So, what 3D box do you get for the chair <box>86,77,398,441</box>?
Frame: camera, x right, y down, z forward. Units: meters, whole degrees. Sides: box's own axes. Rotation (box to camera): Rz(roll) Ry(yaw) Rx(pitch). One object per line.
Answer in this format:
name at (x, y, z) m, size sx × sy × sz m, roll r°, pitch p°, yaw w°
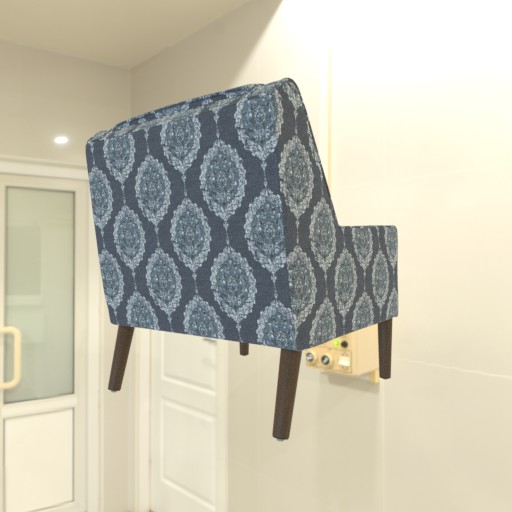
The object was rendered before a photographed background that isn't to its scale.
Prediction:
chair at (0.000, 0.000, 1.350) m, size 0.663 × 0.792 × 0.743 m, roll 0°, pitch -1°, yaw 37°
